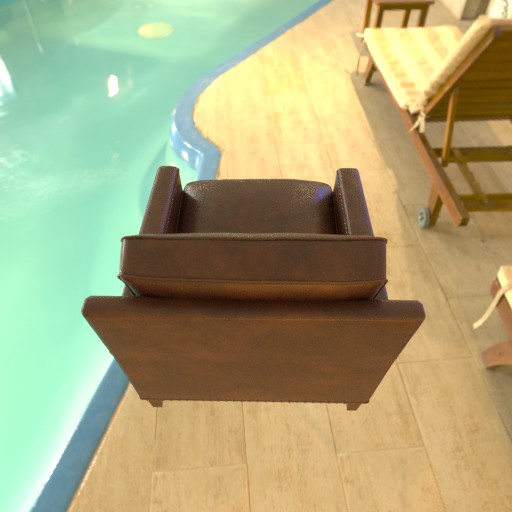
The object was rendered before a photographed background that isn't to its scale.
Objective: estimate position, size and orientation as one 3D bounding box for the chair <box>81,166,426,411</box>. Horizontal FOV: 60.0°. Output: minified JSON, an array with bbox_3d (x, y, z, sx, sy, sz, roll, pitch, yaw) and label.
[{"bbox_3d":[0.000,0.000,1.661,0.853,0.929,1.014,1,48,1],"label":"chair"}]
